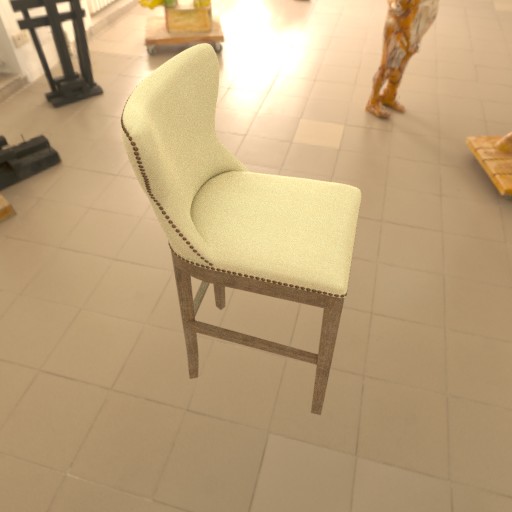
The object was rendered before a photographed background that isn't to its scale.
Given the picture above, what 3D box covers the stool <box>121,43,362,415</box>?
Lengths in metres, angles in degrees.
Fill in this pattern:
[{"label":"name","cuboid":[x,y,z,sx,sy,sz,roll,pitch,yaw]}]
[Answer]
[{"label":"stool","cuboid":[0.000,0.000,1.426,0.606,1.123,0.494,11,47,10]}]
